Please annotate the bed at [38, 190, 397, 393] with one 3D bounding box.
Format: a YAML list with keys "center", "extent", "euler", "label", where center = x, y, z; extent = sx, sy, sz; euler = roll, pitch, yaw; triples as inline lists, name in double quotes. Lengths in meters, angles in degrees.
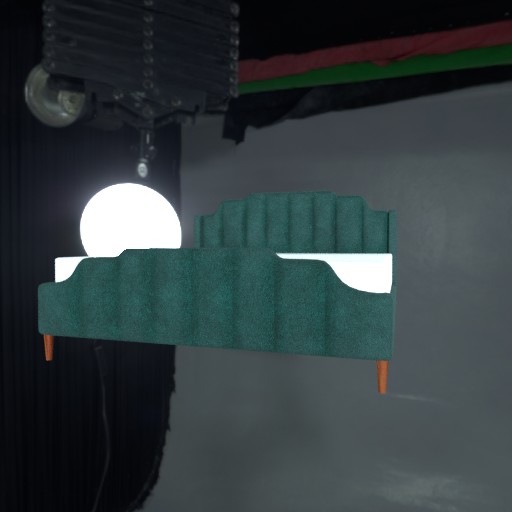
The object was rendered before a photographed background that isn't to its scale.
- center: [0.000, 0.000, 3.450]
  extent: [2.074, 1.245, 2.340]
  euler: [0, 1, 18]
  label: "bed"
